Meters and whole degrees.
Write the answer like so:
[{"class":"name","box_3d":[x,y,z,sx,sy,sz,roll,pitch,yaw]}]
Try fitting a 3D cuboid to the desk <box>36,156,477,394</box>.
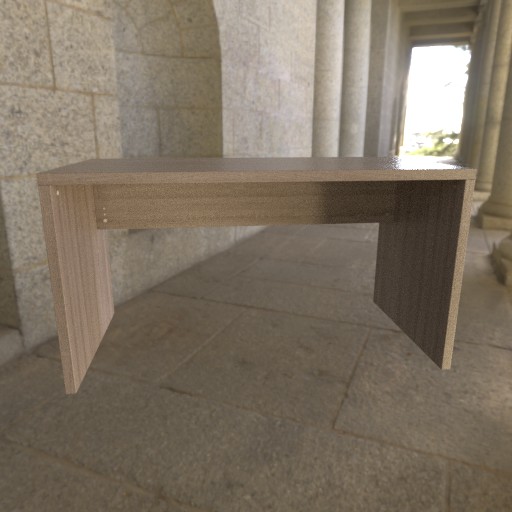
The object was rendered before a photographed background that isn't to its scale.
[{"class":"desk","box_3d":[0.000,0.000,1.809,1.380,0.745,0.690,-2,16,-6]}]
